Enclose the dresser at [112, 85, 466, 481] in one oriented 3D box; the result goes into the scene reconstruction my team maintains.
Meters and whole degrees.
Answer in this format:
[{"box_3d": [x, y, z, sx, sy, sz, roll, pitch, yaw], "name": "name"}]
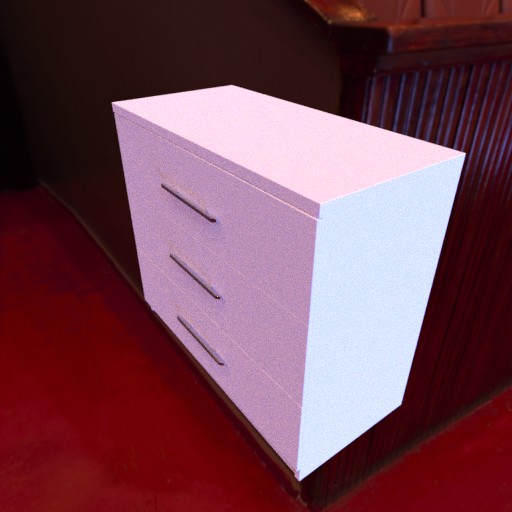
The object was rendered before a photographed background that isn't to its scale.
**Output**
[{"box_3d": [0.000, 0.000, 1.250, 0.420, 0.740, 0.830, -21, 38, -30], "name": "dresser"}]
